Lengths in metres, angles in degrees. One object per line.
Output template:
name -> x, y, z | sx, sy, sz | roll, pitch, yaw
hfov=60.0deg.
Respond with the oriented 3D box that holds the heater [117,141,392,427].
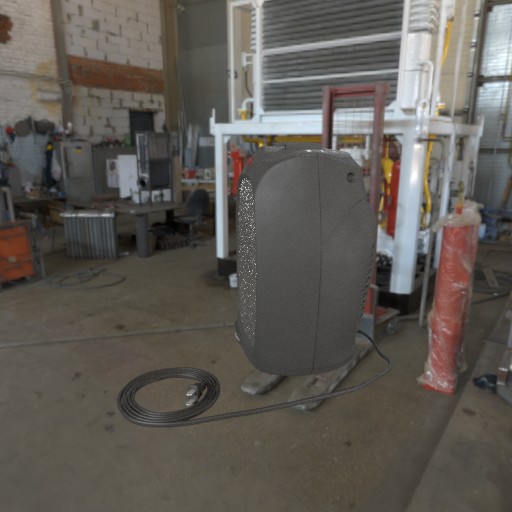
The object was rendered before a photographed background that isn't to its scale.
heater -> 0.000, 0.000, 0.481 | 0.291, 0.240, 0.239 | -2, 15, -9
